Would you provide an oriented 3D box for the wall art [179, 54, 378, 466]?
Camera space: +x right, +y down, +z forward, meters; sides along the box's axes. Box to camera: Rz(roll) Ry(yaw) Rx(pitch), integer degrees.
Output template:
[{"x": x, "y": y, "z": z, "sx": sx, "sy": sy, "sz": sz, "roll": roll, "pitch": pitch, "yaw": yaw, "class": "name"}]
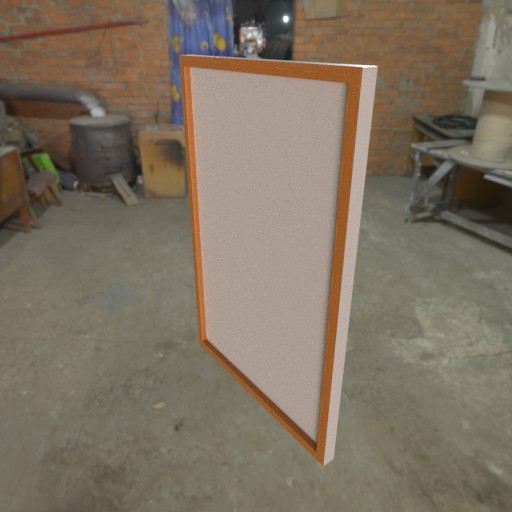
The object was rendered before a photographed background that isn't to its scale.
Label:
[{"x": 0.000, "y": 0.000, "z": 1.128, "sx": 0.037, "sy": 0.916, "sz": 0.610, "roll": -18, "pitch": 32, "yaw": -32, "class": "wall art"}]
